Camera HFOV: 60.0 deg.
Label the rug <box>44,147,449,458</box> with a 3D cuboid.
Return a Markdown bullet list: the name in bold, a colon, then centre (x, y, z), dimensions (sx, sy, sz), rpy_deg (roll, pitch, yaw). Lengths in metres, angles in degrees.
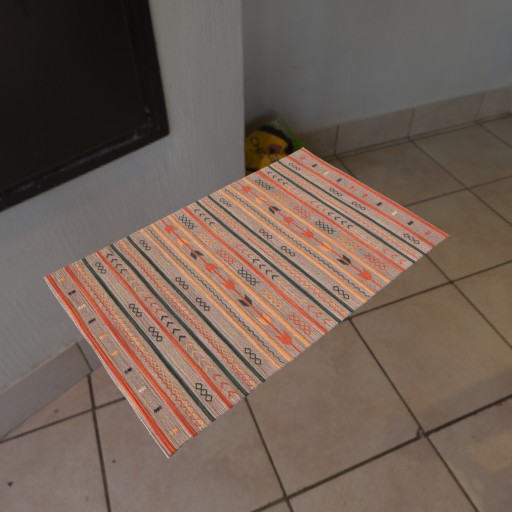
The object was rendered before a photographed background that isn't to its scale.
- **rug**: centre (0.000, 0.000, 3.111), dimensions (2.439, 0.029, 1.537), rpy_deg (-32, 54, -27)
